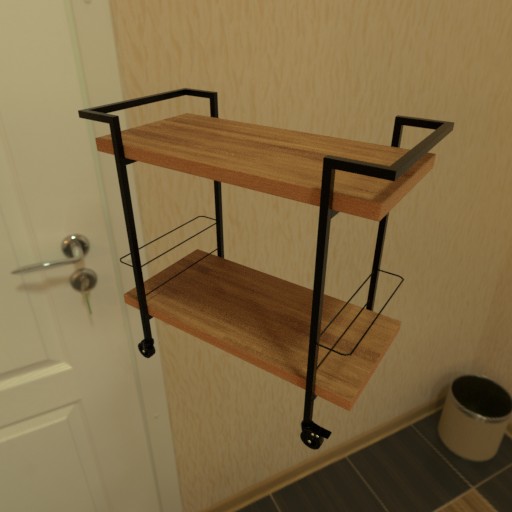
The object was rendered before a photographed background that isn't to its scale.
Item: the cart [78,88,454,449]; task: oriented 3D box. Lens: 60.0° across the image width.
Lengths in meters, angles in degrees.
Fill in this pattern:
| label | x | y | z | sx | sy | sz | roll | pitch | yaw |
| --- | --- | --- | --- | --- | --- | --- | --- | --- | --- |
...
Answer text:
| label | x | y | z | sx | sy | sz | roll | pitch | yaw |
| --- | --- | --- | --- | --- | --- | --- | --- | --- | --- |
| cart | 0.000 | 0.000 | 1.238 | 0.806 | 0.762 | 0.406 | 19 | 35 | 29 |
